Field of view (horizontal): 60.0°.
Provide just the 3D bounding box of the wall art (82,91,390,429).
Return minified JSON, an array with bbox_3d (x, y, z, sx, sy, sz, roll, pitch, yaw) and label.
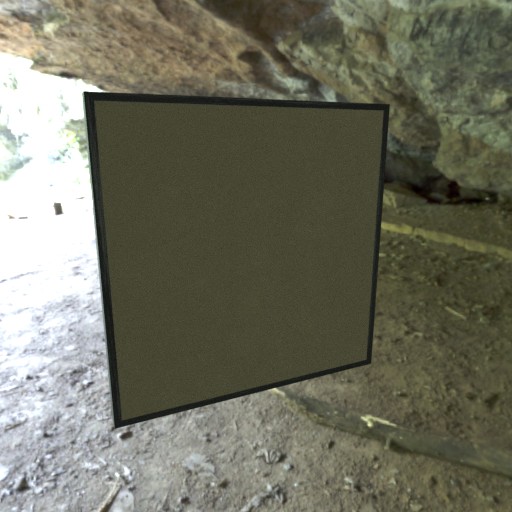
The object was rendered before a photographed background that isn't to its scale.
[{"bbox_3d":[0.000,0.000,1.135,0.762,0.758,0.043,-7,16,-24],"label":"wall art"}]
